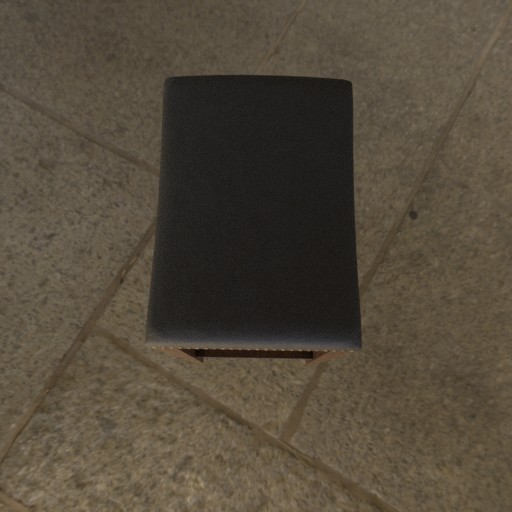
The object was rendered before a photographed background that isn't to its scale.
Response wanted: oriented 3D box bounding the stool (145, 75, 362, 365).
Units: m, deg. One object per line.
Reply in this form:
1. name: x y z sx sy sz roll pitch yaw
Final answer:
1. stool: 0.000 0.000 1.042 0.361 0.765 0.500 1 77 0
